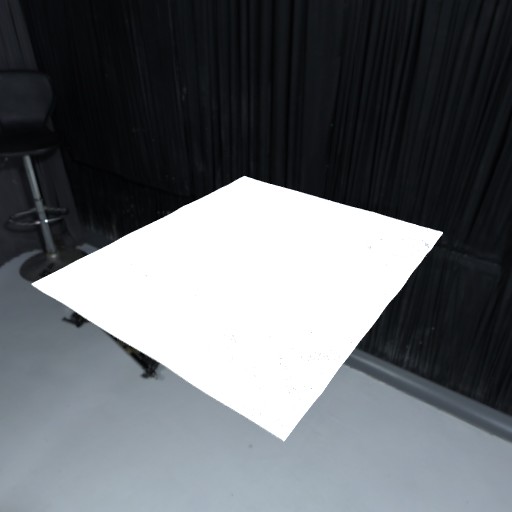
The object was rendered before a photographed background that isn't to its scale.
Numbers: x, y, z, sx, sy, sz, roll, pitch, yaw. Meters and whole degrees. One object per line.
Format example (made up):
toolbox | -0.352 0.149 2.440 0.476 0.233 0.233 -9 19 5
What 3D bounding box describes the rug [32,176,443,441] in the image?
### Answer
rug | 0.000 0.000 0.887 0.548 0.006 0.639 21 38 30
